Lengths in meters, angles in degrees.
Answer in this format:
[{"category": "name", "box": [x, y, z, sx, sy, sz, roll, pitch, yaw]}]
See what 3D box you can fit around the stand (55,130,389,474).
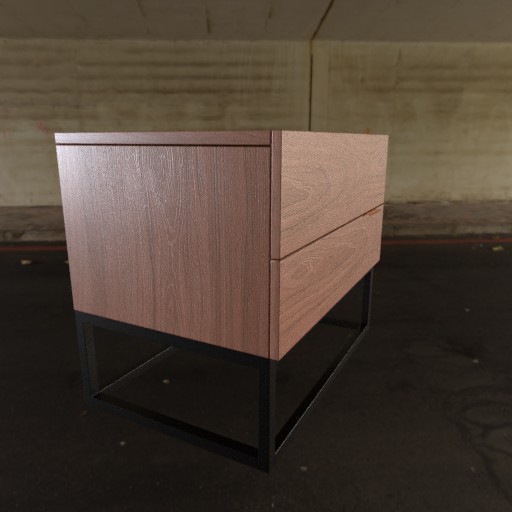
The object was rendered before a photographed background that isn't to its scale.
[{"category": "stand", "box": [0.000, 0.000, 0.941, 0.420, 0.500, 0.600, 8, 17, 27]}]
